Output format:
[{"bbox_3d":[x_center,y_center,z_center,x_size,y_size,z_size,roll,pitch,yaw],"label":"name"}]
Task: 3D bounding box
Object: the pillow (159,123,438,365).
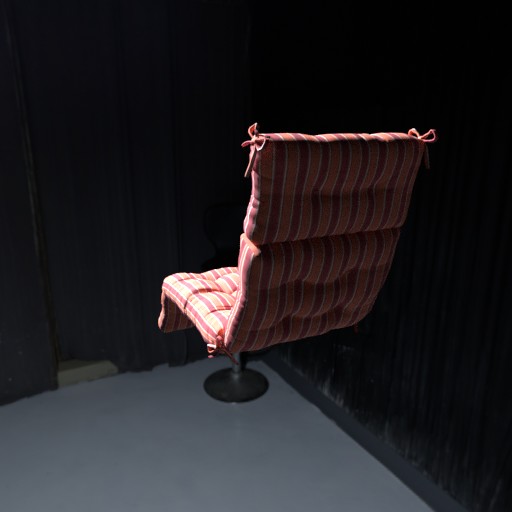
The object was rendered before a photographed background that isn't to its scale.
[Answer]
[{"bbox_3d":[0.000,0.000,1.527,0.526,0.863,1.016,-8,18,-26],"label":"pillow"}]
